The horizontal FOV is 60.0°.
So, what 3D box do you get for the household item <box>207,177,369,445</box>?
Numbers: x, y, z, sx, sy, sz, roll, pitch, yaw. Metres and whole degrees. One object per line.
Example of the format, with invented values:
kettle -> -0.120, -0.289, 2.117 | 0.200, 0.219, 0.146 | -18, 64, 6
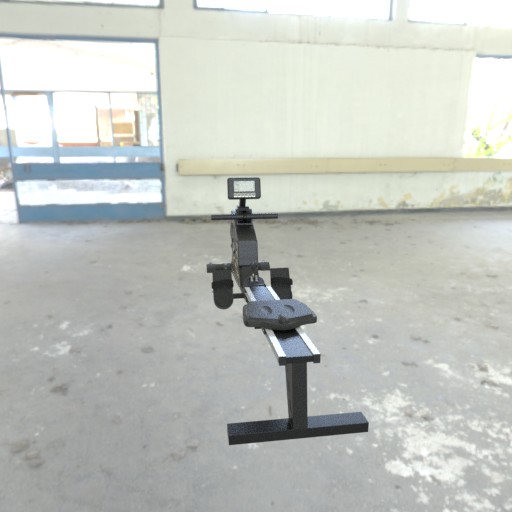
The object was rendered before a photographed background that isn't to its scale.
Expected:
household item -> 0.000, 0.000, 2.595 | 0.521, 0.810, 2.251 | -2, 15, -8
